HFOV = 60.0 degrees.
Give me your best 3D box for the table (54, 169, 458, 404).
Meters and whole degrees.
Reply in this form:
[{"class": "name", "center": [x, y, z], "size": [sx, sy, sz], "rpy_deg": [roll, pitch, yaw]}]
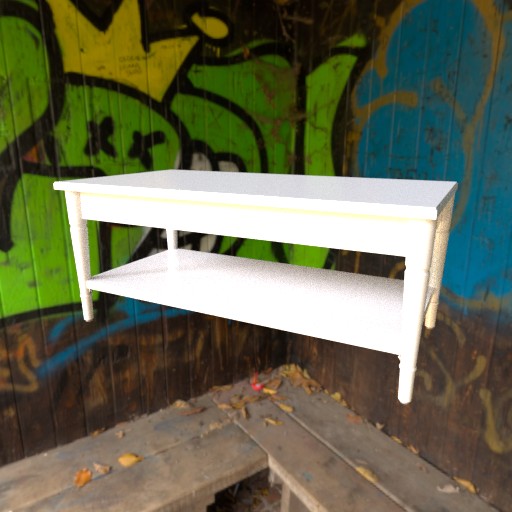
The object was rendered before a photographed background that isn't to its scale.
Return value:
[{"class": "table", "center": [0.000, 0.000, 1.378], "size": [1.067, 0.457, 0.559], "rpy_deg": [8, 17, 26]}]
